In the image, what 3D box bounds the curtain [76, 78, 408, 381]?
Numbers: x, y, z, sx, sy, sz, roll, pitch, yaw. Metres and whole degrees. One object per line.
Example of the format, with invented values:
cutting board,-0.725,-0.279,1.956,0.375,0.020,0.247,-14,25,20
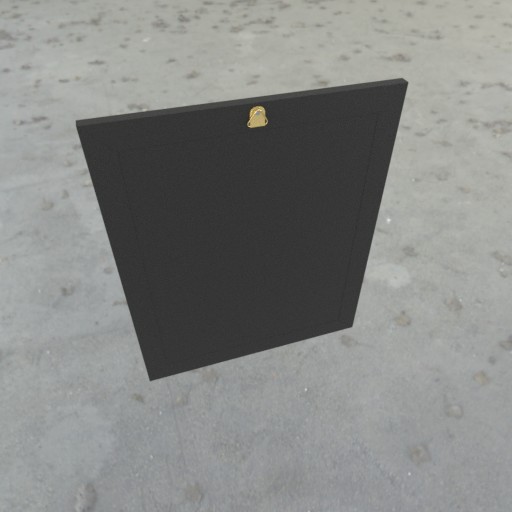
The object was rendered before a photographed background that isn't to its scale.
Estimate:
curtain,0.000,0.000,0.817,0.483,0.585,0.027,-12,43,-13
